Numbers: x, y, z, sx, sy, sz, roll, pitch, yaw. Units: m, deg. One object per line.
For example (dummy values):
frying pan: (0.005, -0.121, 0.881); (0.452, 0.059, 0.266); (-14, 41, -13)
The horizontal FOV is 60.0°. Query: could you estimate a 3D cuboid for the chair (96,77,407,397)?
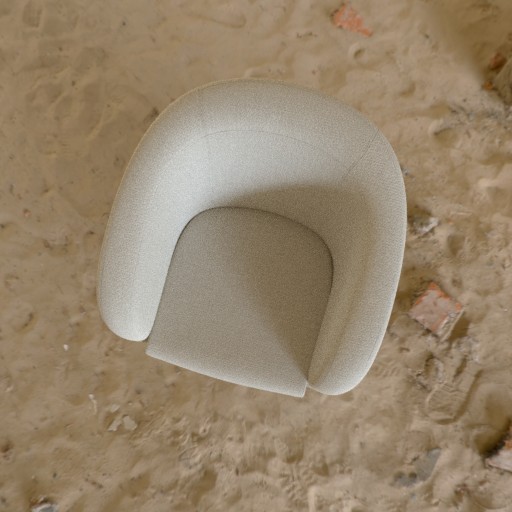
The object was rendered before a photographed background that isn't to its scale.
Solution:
chair: (0.000, 0.000, 1.455); (0.791, 0.771, 0.815); (15, 77, 3)
